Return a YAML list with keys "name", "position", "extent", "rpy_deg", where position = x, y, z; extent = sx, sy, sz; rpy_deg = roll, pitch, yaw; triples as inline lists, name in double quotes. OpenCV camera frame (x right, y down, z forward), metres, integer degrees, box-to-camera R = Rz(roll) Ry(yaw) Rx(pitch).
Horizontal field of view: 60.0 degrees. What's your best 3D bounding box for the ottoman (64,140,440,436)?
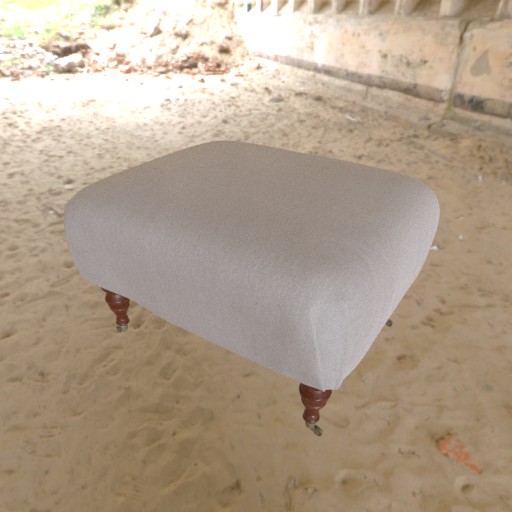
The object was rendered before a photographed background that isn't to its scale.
- name: "ottoman"
  position: [0.000, 0.000, 1.124]
  extent: [0.746, 0.450, 0.622]
  rpy_deg: [18, 34, 29]
